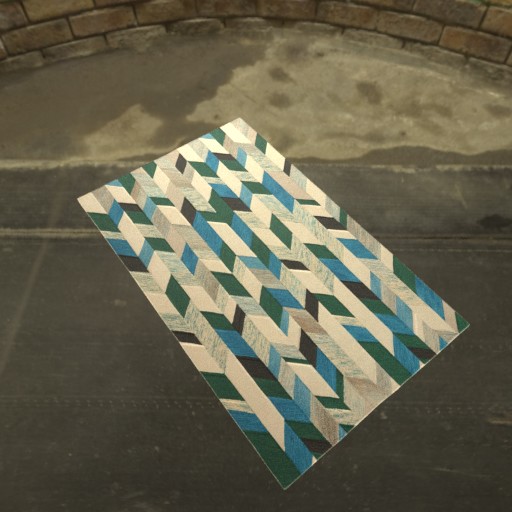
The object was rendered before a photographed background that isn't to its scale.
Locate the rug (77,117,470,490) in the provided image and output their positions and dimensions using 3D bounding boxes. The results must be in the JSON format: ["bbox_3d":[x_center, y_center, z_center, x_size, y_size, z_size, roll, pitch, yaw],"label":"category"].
[{"bbox_3d":[0.000,0.000,3.022,1.507,0.007,2.433,-33,62,-19],"label":"rug"}]
